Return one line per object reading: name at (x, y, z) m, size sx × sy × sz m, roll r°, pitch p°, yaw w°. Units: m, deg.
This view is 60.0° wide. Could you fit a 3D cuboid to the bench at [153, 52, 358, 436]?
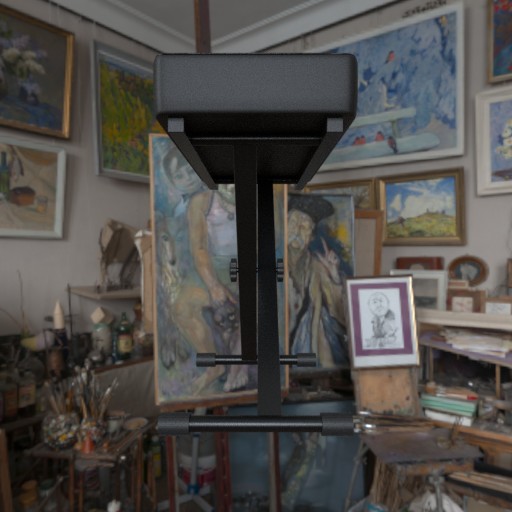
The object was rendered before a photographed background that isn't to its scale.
bench at (0.000, 0.000, 0.909) m, size 0.300 × 0.561 × 0.600 m, roll 0°, pitch 0°, yaw 0°
